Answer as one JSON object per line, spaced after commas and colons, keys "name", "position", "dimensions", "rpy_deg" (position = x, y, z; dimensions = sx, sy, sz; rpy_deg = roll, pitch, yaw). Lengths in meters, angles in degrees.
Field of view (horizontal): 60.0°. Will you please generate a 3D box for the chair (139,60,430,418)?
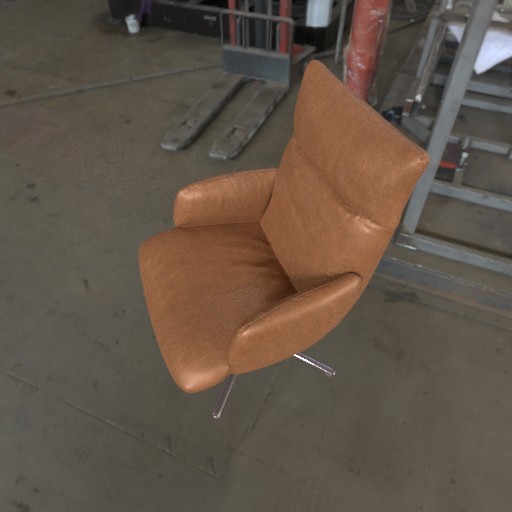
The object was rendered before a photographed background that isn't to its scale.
{"name": "chair", "position": [0.000, 0.000, 1.534], "dimensions": [0.794, 1.027, 0.711], "rpy_deg": [-16, 48, -15]}
